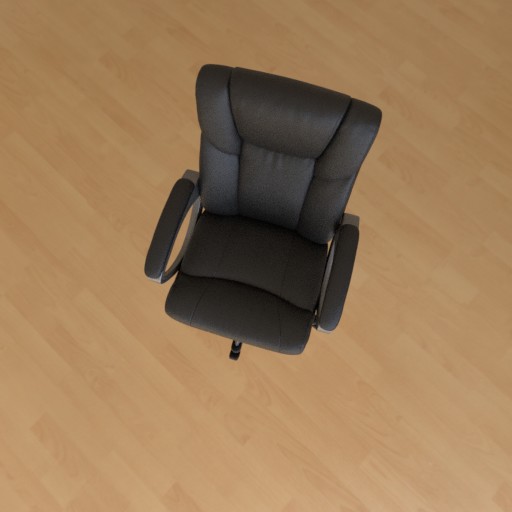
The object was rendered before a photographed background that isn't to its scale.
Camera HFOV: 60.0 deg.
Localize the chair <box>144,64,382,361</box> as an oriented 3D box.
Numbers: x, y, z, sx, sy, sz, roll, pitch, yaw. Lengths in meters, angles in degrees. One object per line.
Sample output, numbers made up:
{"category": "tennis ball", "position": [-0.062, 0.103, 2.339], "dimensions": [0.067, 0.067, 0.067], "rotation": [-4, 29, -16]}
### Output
{"category": "chair", "position": [0.000, 0.000, 1.600], "dimensions": [0.721, 1.130, 0.719], "rotation": [17, 75, 5]}
